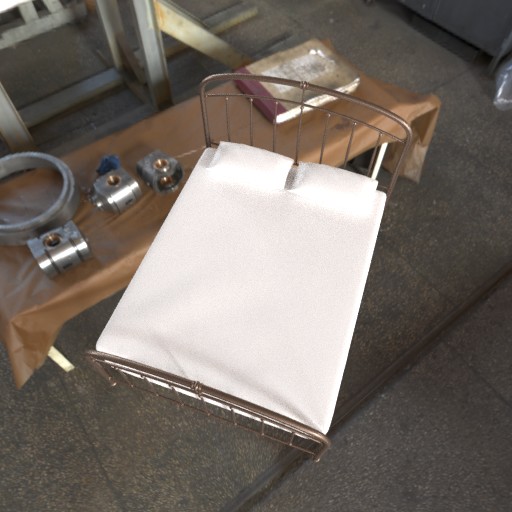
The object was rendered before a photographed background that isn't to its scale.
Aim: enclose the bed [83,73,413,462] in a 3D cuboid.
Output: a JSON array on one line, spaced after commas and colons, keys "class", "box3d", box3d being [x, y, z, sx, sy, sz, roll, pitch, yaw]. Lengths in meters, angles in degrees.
[{"class": "bed", "box3d": [0.000, 0.000, 3.245, 1.711, 1.475, 2.168, 16, 60, 10]}]
